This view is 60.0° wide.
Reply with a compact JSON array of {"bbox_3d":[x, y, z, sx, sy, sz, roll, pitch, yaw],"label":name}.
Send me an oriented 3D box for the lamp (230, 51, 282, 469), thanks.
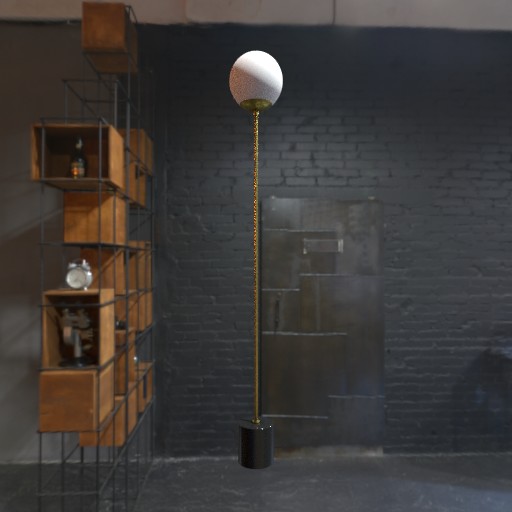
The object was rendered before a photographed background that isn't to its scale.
[{"bbox_3d":[0.000,0.000,1.902,0.229,1.748,0.229,0,-1,-1],"label":"lamp"}]
